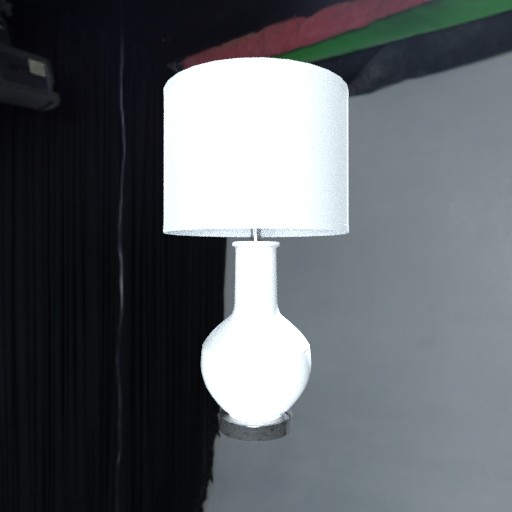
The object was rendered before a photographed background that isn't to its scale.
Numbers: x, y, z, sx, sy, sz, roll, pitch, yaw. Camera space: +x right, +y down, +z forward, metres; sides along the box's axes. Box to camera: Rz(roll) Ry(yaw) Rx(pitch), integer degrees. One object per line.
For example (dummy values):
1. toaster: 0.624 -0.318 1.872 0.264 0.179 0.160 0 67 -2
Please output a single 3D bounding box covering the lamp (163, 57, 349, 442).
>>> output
1. lamp: 0.000 0.000 0.870 0.357 0.673 0.357 0 0 35
